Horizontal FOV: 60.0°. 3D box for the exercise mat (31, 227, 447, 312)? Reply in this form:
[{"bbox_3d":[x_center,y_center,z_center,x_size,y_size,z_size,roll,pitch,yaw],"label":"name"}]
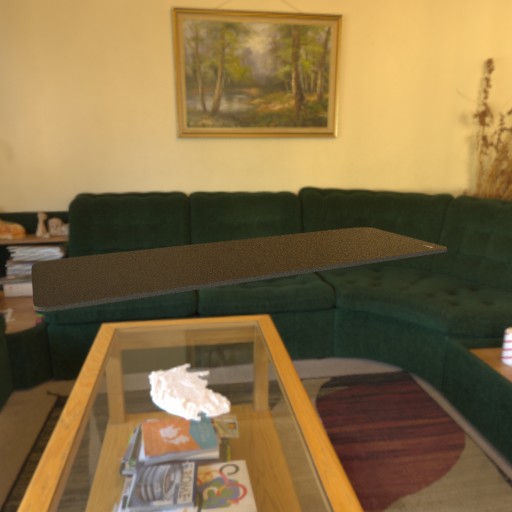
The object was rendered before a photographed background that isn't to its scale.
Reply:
[{"bbox_3d":[0.000,0.000,2.055,1.869,0.021,0.616,-7,16,-25],"label":"exercise mat"}]
